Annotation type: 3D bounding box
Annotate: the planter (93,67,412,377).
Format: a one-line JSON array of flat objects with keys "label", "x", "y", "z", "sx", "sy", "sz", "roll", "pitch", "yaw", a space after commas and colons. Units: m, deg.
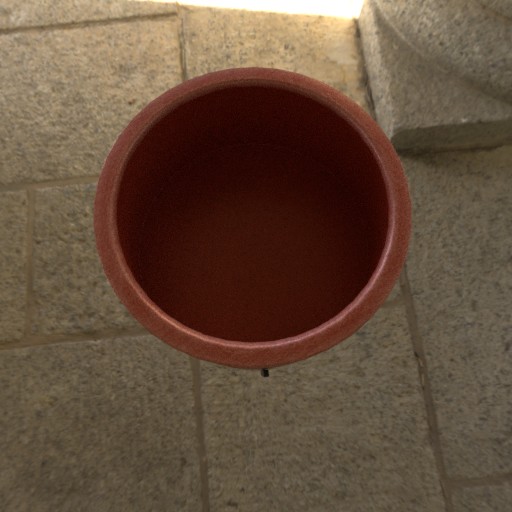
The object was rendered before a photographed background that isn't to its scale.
[{"label": "planter", "x": 0.000, "y": 0.000, "z": 0.697, "sx": 0.354, "sy": 0.465, "sz": 0.345, "roll": -34, "pitch": 78, "yaw": -8}]
